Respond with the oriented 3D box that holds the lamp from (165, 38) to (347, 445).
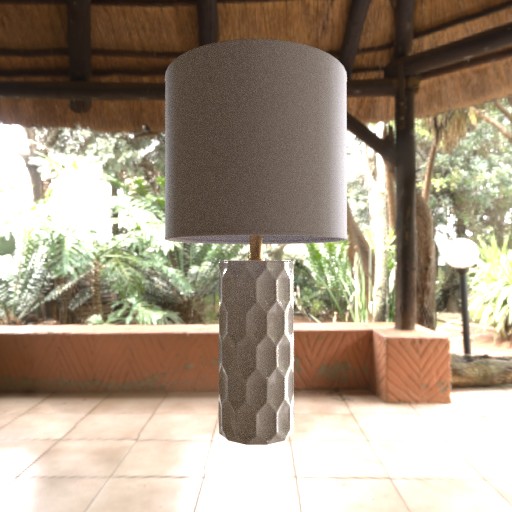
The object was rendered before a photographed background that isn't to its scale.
[{"bbox_3d":[0.000,0.000,0.684,0.277,0.537,0.277,0,-1,0],"label":"lamp"}]
